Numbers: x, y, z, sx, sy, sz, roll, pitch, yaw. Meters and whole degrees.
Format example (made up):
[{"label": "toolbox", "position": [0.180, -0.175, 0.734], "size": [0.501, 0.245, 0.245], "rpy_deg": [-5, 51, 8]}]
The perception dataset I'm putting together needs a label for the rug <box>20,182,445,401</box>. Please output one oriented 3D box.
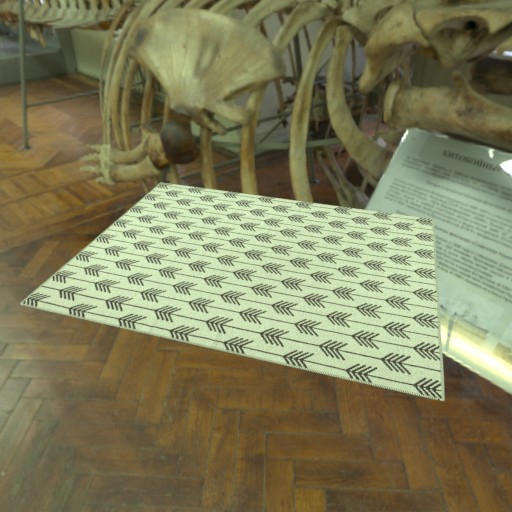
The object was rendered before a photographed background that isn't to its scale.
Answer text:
[{"label": "rug", "position": [0.000, 0.000, 3.928], "size": [3.061, 0.010, 2.330], "rpy_deg": [10, 35, 14]}]
